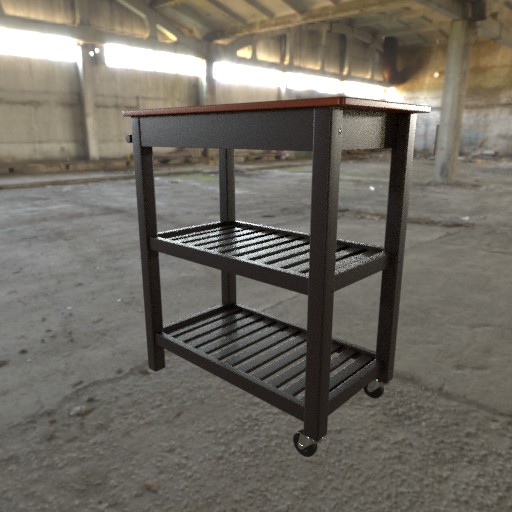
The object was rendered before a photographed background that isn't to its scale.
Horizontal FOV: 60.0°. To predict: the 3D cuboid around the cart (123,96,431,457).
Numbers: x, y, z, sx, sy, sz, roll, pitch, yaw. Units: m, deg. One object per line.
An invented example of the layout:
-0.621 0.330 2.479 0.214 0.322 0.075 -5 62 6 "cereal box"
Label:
0.000 0.000 1.474 0.899 0.927 0.457 14 20 41 "cart"
